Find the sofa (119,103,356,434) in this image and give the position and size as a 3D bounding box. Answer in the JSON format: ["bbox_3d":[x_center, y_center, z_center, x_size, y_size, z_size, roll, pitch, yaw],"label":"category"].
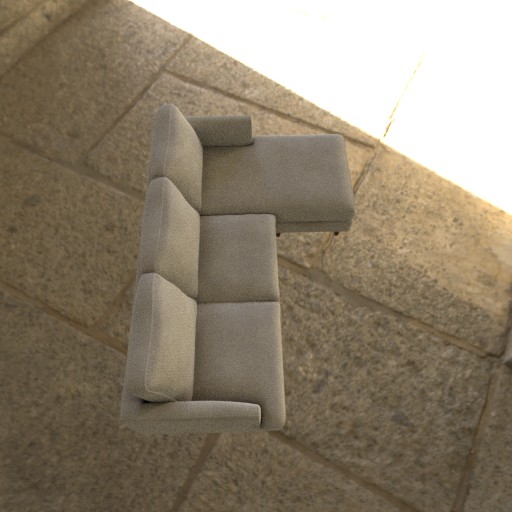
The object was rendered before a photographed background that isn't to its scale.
[{"bbox_3d":[0.000,0.000,3.059,1.504,0.956,2.233,-1,62,-1],"label":"sofa"}]
